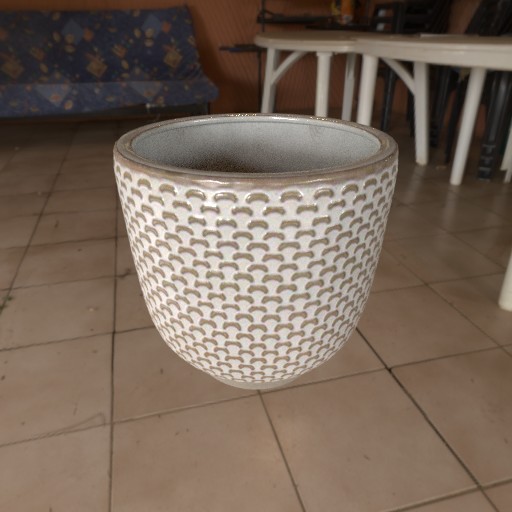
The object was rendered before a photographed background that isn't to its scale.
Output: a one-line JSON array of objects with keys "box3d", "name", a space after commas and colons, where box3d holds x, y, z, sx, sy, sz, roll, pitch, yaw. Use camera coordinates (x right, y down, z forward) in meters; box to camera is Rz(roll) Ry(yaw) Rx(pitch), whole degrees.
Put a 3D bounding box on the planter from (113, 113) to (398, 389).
[{"box3d": [0.000, 0.000, 0.357, 0.197, 0.191, 0.197, 0, 27, 0], "name": "planter"}]
